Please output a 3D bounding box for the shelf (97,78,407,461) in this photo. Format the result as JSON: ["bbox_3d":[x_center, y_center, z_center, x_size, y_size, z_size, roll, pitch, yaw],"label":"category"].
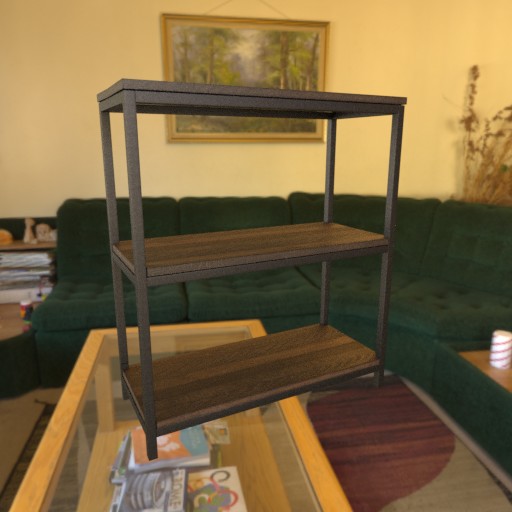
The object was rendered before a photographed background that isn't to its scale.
[{"bbox_3d":[0.000,0.000,1.388,0.822,0.947,0.352,-7,16,-27],"label":"shelf"}]
